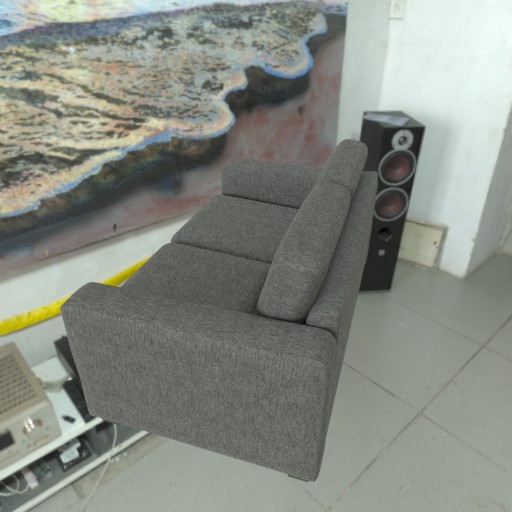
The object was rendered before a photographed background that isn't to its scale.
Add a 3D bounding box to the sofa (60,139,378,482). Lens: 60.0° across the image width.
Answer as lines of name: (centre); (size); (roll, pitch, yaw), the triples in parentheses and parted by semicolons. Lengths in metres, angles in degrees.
sofa: (0.000, 0.000, 1.961); (0.900, 0.800, 1.520); (10, 32, 16)
